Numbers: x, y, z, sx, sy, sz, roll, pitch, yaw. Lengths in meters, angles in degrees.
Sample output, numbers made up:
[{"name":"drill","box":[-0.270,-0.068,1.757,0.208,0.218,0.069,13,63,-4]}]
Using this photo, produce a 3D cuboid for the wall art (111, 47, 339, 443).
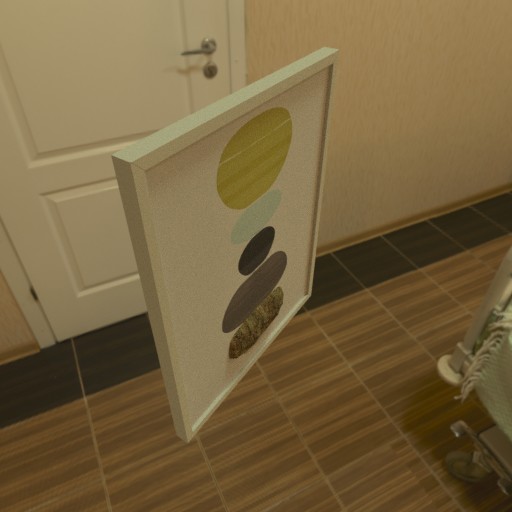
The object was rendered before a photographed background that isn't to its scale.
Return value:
[{"name":"wall art","box":[0.000,0.000,1.028,0.055,0.763,0.611,24,46,26]}]
